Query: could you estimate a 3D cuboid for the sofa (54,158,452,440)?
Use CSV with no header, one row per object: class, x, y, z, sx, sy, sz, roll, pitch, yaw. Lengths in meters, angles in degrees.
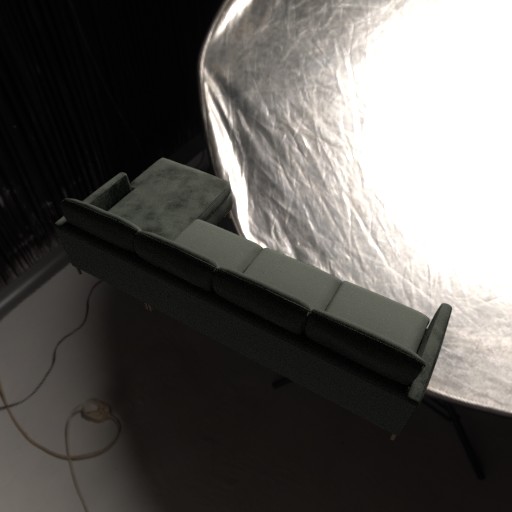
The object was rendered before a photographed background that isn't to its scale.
sofa,0.000,0.000,3.237,2.725,0.756,1.255,23,52,20
